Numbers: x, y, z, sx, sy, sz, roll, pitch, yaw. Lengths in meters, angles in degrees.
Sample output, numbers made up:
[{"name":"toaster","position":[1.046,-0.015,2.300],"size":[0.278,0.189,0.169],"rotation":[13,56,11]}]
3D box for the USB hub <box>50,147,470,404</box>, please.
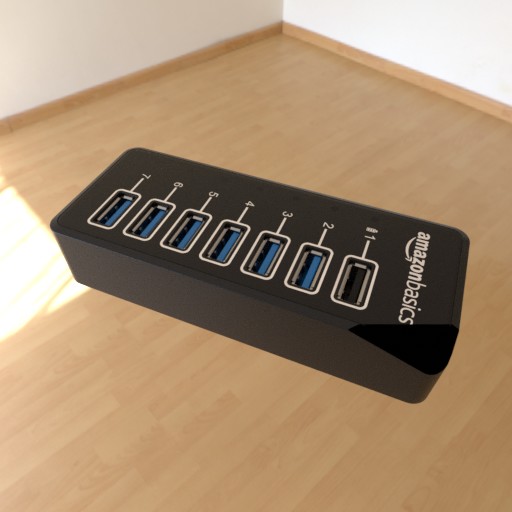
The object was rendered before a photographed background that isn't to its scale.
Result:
[{"name":"USB hub","position":[0.000,0.000,0.130],"size":[0.110,0.023,0.044],"rotation":[17,50,15]}]
